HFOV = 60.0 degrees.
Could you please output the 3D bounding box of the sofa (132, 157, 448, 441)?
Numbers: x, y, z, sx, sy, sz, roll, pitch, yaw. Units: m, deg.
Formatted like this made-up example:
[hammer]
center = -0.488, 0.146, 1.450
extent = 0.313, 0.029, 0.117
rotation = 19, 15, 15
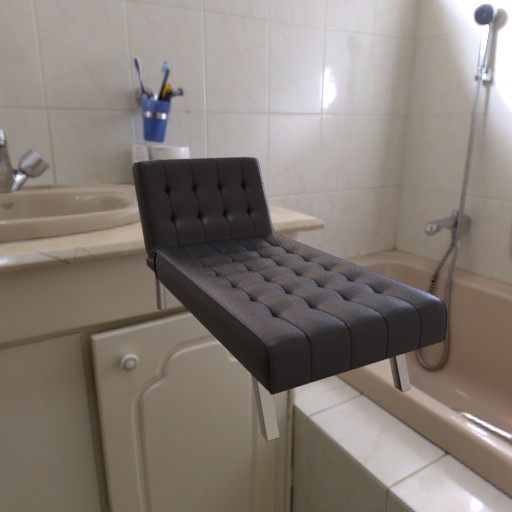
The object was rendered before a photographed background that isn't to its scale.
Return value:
[sofa]
center = 0.000, 0.000, 2.060
extent = 0.760, 0.820, 1.560
rotation = -8, 18, -27
